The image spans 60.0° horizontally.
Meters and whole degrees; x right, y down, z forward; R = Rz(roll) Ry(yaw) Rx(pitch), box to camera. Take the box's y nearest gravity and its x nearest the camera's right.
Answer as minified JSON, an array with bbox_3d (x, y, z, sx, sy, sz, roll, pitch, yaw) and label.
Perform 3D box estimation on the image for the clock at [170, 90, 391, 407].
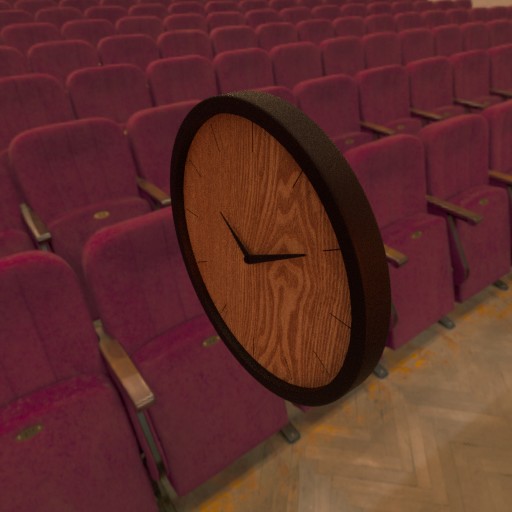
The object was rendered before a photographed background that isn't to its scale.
[{"bbox_3d":[0.000,0.000,0.449,0.029,0.314,0.314,-22,39,-30],"label":"clock"}]
